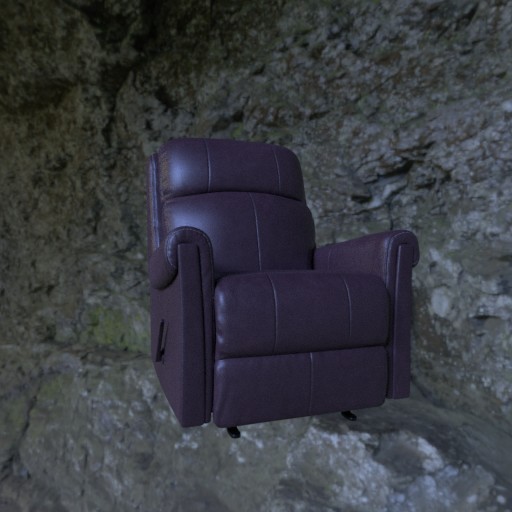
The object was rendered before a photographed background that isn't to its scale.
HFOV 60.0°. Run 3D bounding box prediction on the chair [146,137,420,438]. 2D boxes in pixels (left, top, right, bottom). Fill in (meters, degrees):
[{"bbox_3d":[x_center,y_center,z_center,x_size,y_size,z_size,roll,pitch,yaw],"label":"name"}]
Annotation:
[{"bbox_3d":[0.000,0.000,1.752,0.838,1.054,1.014,0,1,-19],"label":"chair"}]
